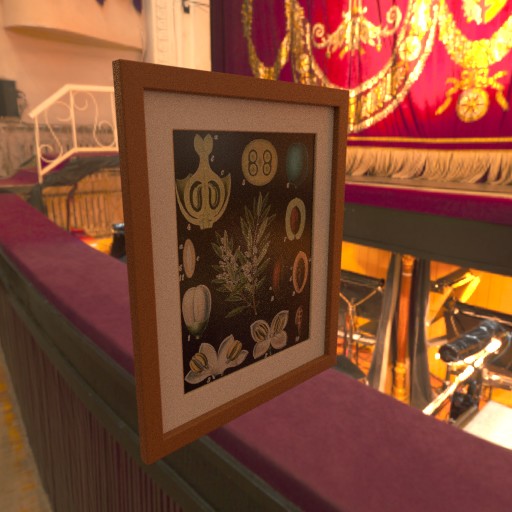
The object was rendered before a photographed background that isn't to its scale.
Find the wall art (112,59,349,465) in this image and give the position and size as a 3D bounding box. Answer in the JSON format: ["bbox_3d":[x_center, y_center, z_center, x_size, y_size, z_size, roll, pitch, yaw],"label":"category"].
[{"bbox_3d":[0.000,0.000,0.505,0.310,0.379,0.015,-13,19,-41],"label":"wall art"}]
